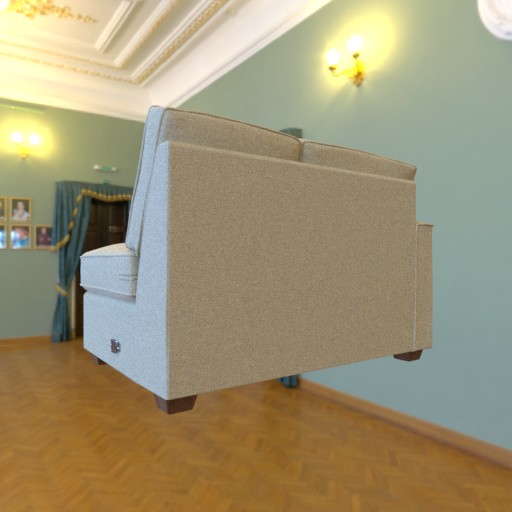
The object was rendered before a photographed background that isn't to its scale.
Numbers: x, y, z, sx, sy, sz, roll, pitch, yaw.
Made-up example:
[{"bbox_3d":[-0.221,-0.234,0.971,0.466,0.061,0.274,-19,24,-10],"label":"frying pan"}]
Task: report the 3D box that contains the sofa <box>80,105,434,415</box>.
[{"bbox_3d":[0.000,0.000,2.088,1.388,0.989,0.991,0,0,-36],"label":"sofa"}]
